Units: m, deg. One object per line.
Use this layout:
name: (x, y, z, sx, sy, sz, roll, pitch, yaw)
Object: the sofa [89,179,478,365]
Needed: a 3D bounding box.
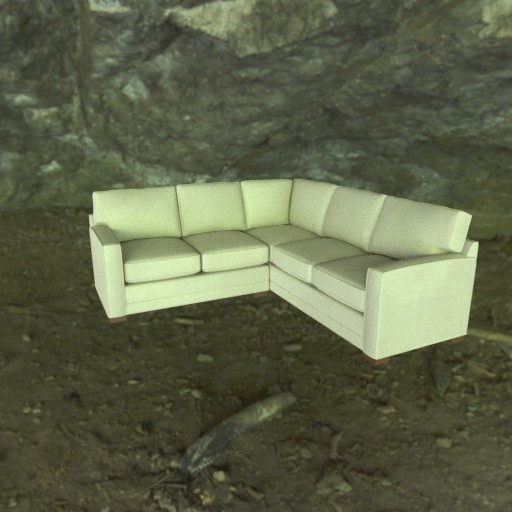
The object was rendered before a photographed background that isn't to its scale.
sofa: (0.000, 0.000, 3.418, 2.182, 0.939, 2.189, -8, 17, -25)
